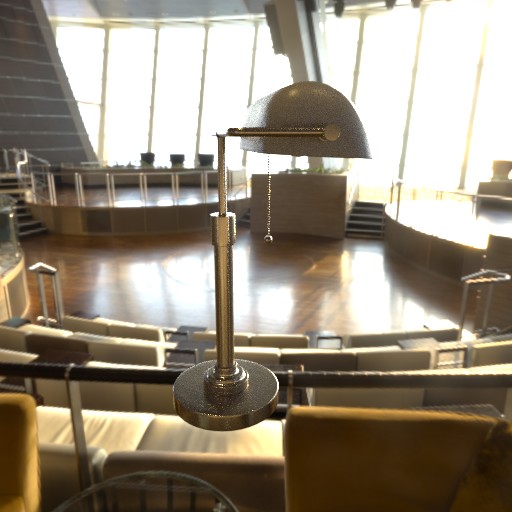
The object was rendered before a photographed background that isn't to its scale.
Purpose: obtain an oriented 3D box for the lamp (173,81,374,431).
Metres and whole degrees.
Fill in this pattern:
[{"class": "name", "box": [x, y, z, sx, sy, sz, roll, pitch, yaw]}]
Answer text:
[{"class": "lamp", "box": [0.000, 0.000, 0.566, 0.227, 0.404, 0.269, -2, 15, -9]}]
